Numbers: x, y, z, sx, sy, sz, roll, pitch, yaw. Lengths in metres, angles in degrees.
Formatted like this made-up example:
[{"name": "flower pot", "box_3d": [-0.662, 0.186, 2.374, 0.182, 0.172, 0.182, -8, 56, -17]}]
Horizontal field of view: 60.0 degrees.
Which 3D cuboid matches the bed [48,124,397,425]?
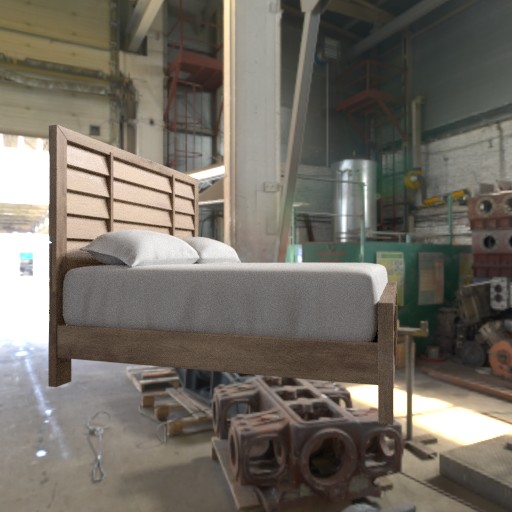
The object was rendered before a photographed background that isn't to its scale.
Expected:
[{"name": "bed", "box_3d": [0.000, 0.000, 3.405, 2.062, 1.626, 2.032, 0, 0, 18]}]
